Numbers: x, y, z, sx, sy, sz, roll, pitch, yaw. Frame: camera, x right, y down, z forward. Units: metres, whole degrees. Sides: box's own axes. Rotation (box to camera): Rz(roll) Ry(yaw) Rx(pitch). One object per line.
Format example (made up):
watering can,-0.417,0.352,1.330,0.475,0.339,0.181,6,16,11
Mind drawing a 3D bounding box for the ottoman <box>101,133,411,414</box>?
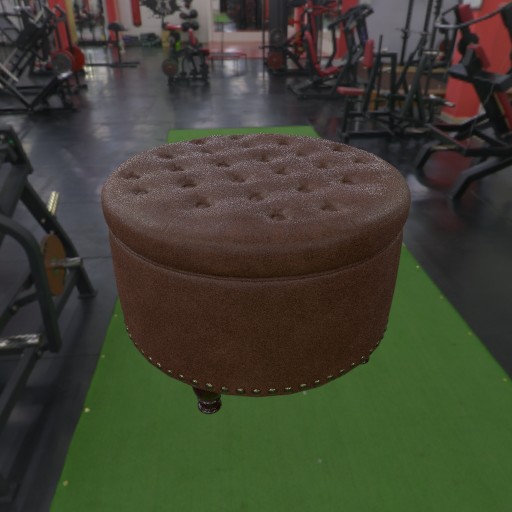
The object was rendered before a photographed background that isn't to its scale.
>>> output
ottoman,0.000,0.000,1.040,0.637,0.442,0.637,0,30,0
